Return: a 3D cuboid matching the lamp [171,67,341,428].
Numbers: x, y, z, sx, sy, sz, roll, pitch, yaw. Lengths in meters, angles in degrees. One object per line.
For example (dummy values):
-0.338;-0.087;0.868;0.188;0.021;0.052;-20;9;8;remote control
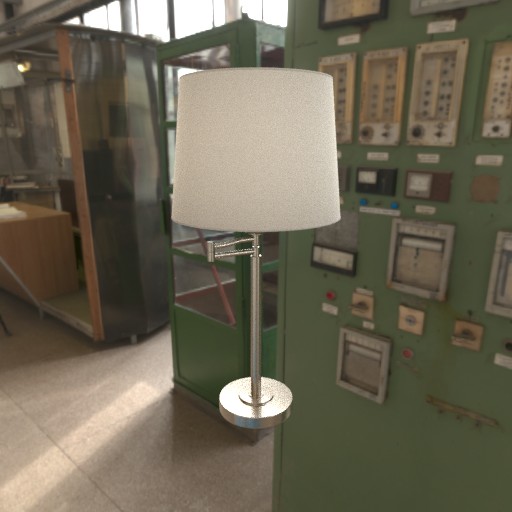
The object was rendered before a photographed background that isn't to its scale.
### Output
0.000;0.000;0.907;0.333;0.696;0.333;0;15;0;lamp
